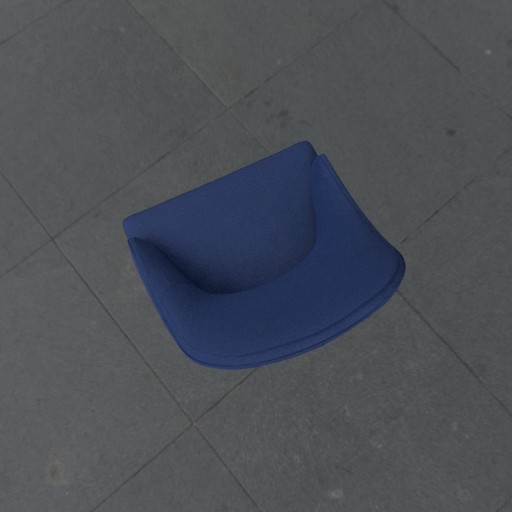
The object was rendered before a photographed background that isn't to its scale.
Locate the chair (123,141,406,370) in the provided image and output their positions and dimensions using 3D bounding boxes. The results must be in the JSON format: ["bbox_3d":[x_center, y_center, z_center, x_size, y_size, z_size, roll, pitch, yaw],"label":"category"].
[{"bbox_3d":[0.000,0.000,1.245,0.643,0.889,0.575,-25,78,-6],"label":"chair"}]
